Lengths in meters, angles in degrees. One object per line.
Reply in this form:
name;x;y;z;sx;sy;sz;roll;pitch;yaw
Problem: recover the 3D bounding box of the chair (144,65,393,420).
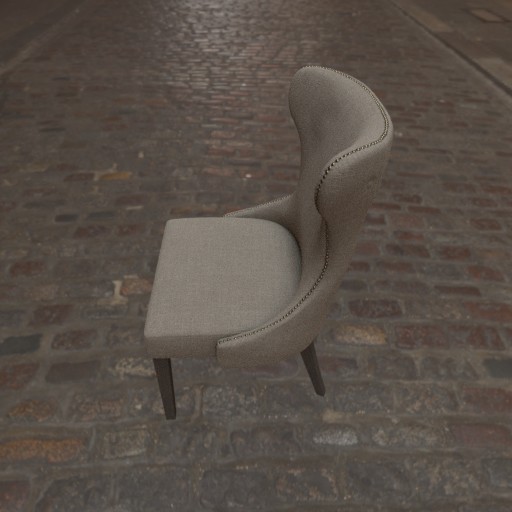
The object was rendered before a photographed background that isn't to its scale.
chair;0.000;0.000;1.365;0.635;0.967;0.628;-1;40;-2
